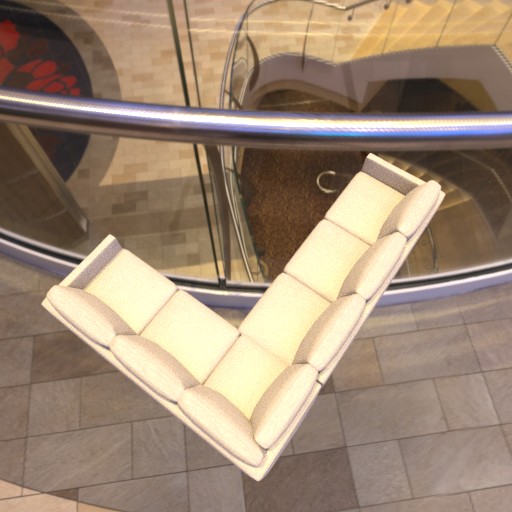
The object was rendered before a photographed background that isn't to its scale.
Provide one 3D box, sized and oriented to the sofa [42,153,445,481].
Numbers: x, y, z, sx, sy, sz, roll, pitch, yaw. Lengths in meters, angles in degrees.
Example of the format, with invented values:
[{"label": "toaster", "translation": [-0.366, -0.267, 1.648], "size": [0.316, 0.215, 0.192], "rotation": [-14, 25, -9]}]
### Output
[{"label": "sofa", "translation": [0.000, 0.000, 4.523], "size": [2.522, 0.934, 3.333], "rotation": [33, 68, 15]}]
